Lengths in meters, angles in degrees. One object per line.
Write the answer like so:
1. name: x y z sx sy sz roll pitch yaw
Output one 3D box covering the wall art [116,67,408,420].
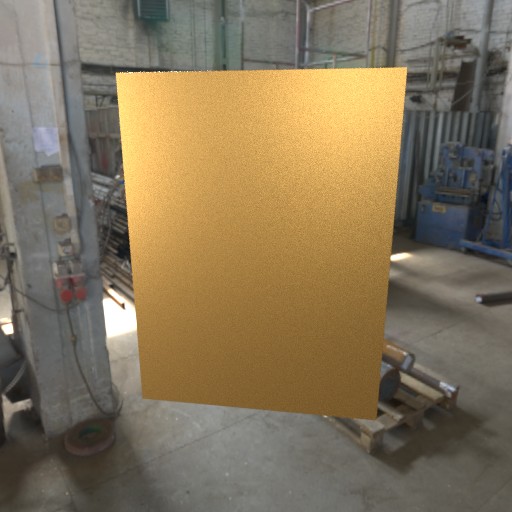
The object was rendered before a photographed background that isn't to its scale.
1. wall art: 0.000 0.000 1.048 0.610 0.812 0.038 2 16 8
